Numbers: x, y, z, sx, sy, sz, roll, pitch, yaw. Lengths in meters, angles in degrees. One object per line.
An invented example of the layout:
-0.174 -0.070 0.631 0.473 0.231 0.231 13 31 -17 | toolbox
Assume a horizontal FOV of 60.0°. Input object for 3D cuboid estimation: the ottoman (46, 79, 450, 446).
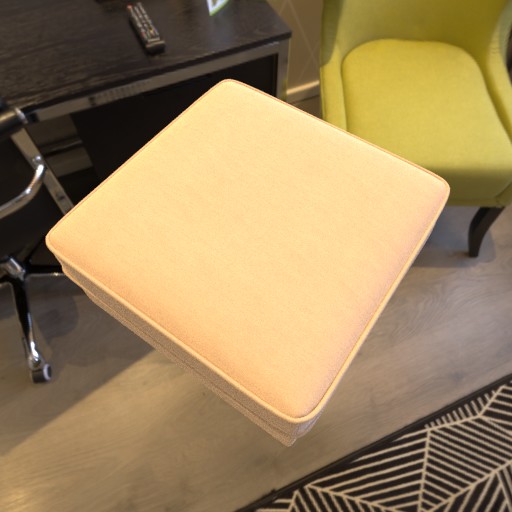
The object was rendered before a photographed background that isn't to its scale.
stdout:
0.000 0.000 1.038 0.616 0.438 0.613 31 64 17 | ottoman
